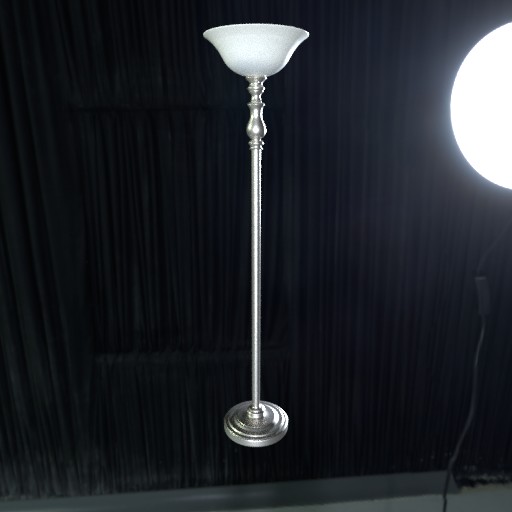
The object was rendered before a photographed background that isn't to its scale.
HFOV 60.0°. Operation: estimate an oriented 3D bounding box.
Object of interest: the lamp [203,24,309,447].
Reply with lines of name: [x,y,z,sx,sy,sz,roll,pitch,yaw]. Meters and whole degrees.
lamp: [0.000,0.000,1.956,0.405,1.771,0.405,-3,16,-9]
